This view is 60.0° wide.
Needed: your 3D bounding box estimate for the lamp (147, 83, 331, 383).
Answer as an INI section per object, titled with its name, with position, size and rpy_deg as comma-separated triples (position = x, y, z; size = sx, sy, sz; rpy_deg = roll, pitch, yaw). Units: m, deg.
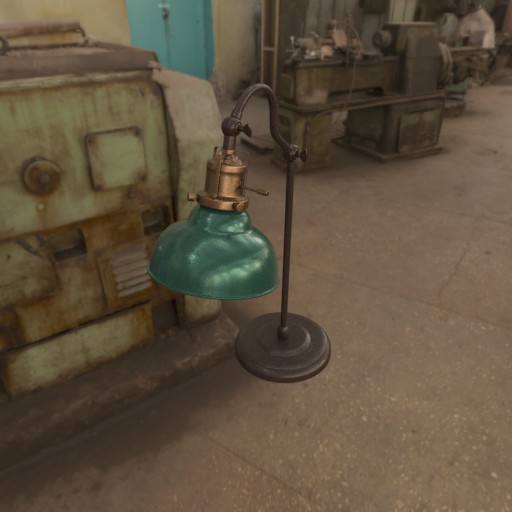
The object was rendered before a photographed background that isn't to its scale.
[lamp]
position = 0.000, 0.000, 0.693
size = 0.192, 0.508, 0.374
rpy_deg = 20, 36, 30
